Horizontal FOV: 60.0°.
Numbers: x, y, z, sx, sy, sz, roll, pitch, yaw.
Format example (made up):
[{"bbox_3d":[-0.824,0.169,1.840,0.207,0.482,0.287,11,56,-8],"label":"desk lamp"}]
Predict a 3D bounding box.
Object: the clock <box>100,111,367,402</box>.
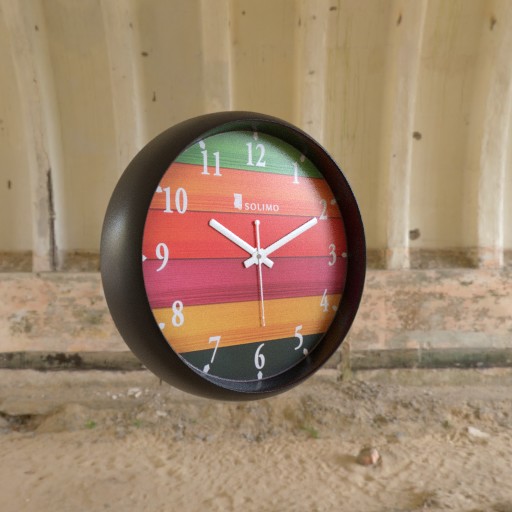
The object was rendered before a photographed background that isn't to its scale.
[{"bbox_3d":[0.000,0.000,0.455,0.300,0.300,0.060,0,-1,-34],"label":"clock"}]
